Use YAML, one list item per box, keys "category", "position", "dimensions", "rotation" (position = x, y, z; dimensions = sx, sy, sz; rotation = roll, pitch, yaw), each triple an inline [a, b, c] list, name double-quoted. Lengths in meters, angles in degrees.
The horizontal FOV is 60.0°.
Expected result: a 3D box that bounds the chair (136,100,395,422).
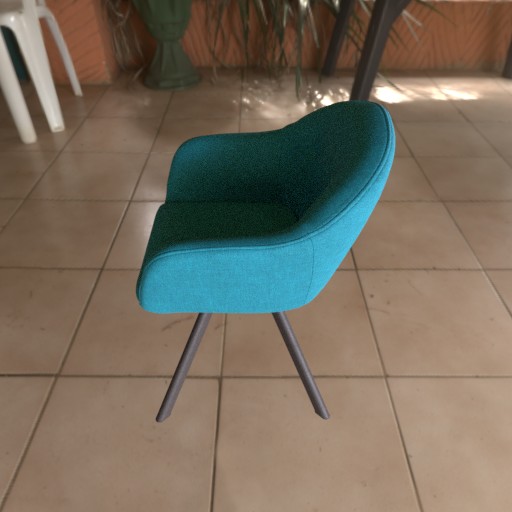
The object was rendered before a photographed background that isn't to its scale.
- category: "chair"
  position: [0.000, 0.000, 1.166]
  dimensions: [0.565, 0.775, 0.545]
  rotation: [-1, 40, -1]
